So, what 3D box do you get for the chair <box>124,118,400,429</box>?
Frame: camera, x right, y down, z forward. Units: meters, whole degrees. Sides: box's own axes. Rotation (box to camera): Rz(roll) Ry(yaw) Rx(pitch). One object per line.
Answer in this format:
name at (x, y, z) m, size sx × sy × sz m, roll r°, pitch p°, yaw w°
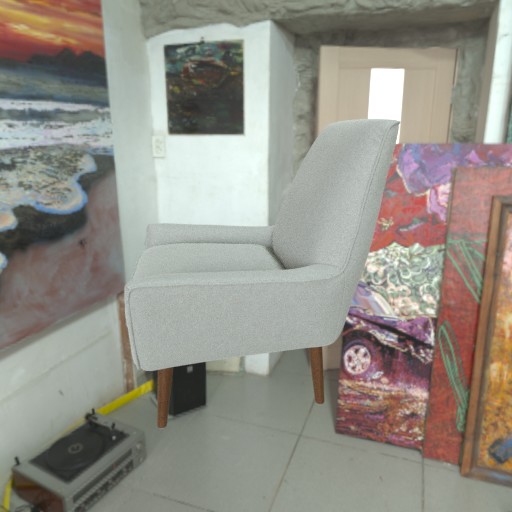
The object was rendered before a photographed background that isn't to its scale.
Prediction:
chair at (0.000, 0.000, 1.505) m, size 0.822 × 0.888 × 0.787 m, roll -2°, pitch 15°, yaw -9°
